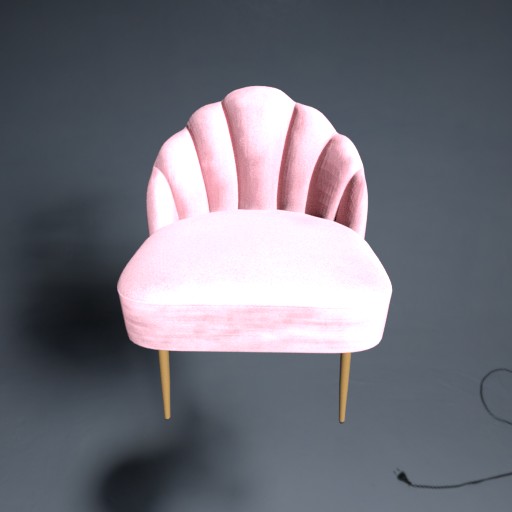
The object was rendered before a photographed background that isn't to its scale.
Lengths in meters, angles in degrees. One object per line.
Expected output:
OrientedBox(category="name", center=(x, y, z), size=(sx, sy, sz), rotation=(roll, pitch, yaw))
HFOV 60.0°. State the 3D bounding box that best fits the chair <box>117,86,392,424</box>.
OrientedBox(category="chair", center=(0.000, 0.000, 1.263), size=(0.657, 0.819, 0.599), rotation=(1, 31, 1))
